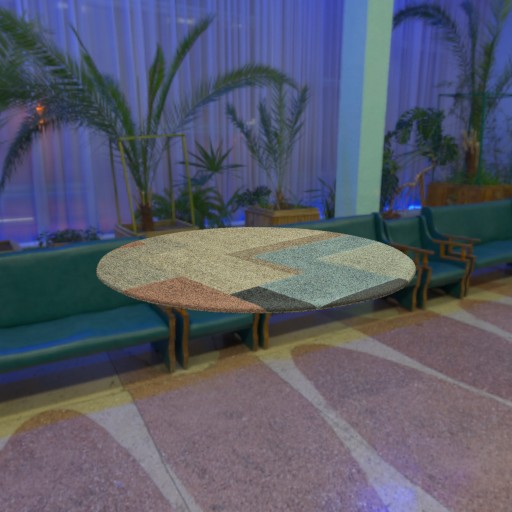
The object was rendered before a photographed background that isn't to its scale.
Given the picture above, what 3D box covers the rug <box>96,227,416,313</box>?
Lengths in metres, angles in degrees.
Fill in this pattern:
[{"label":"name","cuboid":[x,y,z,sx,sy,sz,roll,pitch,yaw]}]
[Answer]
[{"label":"rug","cuboid":[0.000,0.000,3.614,2.461,0.033,2.461,0,14,0]}]
